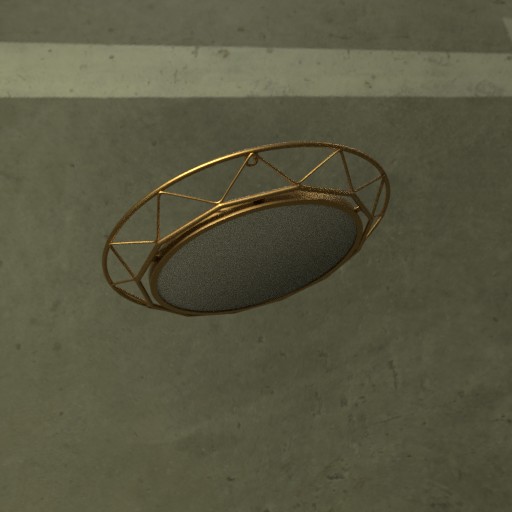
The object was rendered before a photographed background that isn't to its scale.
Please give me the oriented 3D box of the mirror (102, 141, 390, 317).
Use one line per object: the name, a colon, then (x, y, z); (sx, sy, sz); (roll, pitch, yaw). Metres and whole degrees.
mirror: (0.000, 0.000, 0.692); (0.454, 0.454, 0.043); (-15, 63, -8)
